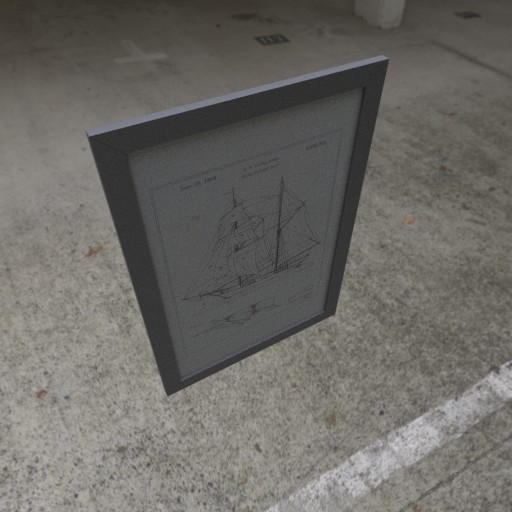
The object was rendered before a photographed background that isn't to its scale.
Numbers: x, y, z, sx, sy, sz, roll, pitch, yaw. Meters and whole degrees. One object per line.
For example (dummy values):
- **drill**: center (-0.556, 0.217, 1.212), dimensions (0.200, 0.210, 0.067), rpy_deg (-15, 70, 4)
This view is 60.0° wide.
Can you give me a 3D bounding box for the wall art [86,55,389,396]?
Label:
- **wall art**: center (0.000, 0.000, 0.689), dimensions (0.380, 0.534, 0.013), rpy_deg (-22, 50, -20)
